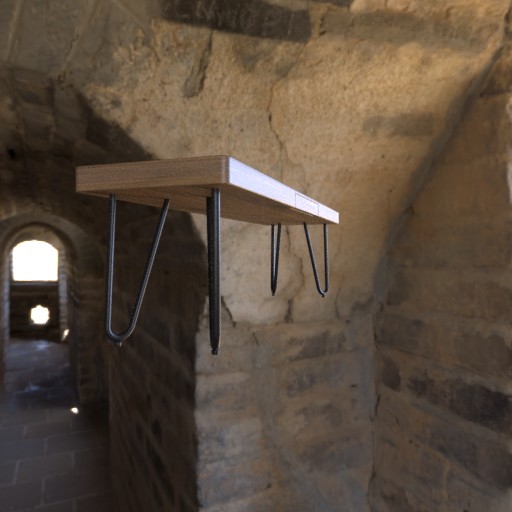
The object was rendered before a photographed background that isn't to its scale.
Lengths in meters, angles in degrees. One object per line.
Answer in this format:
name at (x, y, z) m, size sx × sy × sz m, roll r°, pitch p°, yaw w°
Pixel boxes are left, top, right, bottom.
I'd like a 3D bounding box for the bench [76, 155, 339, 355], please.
bench at (0.000, 0.000, 1.779) m, size 0.425 × 0.462 × 1.570 m, roll 0°, pitch 1°, yaw 19°
